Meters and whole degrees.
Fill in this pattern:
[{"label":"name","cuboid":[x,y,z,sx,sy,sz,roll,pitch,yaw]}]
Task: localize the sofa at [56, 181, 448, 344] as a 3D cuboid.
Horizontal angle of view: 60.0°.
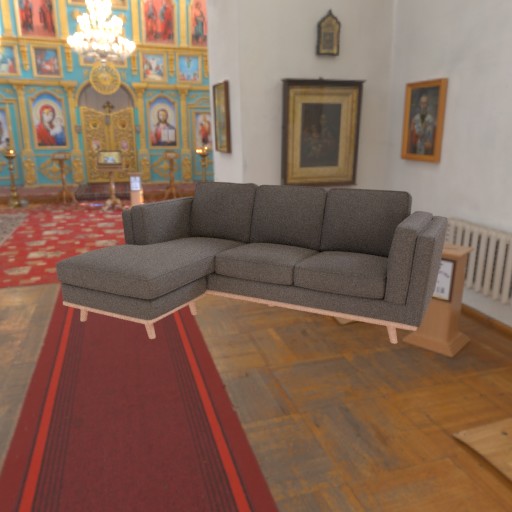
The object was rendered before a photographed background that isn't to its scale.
[{"label":"sofa","cuboid":[0.000,0.000,3.214,2.411,0.929,1.604,7,16,27]}]
